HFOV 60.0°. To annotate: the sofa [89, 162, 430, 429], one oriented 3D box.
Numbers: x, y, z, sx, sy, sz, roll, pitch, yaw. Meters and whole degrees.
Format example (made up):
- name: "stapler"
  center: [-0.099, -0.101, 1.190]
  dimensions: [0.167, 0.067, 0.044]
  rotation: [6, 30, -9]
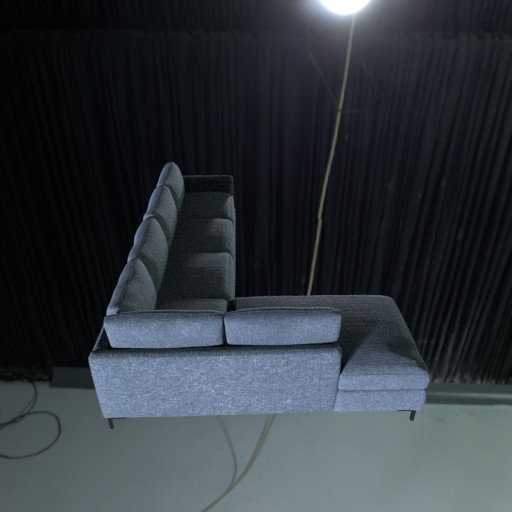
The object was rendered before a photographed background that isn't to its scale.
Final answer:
- name: "sofa"
  center: [0.000, 0.000, 3.852]
  dimensions: [2.007, 0.815, 2.949]
  rotation: [-1, 31, -2]
